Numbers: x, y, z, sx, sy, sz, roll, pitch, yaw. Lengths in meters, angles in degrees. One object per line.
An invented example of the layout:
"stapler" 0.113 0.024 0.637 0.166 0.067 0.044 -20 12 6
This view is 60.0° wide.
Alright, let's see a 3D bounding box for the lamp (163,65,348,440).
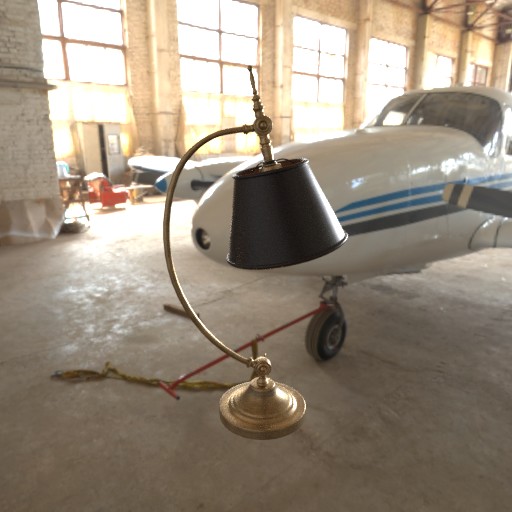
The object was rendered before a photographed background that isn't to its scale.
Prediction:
"lamp" 0.000 0.000 0.846 0.344 0.675 0.235 -2 15 -7
